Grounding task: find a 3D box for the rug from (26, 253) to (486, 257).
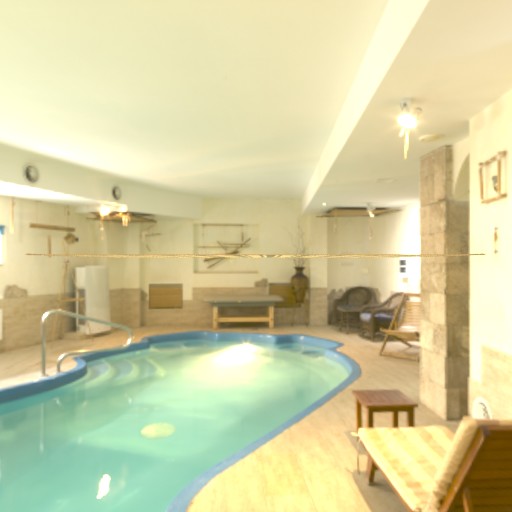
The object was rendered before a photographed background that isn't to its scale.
[{"bbox_3d":[0.000,0.000,2.584,2.084,0.009,1.222,0,-1,1],"label":"rug"}]
